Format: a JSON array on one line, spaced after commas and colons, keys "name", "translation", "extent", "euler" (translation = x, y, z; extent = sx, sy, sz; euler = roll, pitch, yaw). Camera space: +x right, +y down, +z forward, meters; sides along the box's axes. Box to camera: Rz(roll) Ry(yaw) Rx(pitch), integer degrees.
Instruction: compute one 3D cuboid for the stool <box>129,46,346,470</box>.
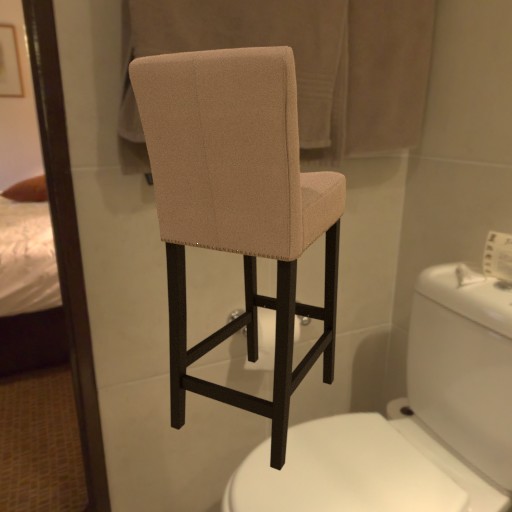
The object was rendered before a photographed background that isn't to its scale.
[{"name": "stool", "translation": [0.000, 0.000, 1.303], "extent": [0.411, 1.047, 0.548], "euler": [9, 19, 27]}]
